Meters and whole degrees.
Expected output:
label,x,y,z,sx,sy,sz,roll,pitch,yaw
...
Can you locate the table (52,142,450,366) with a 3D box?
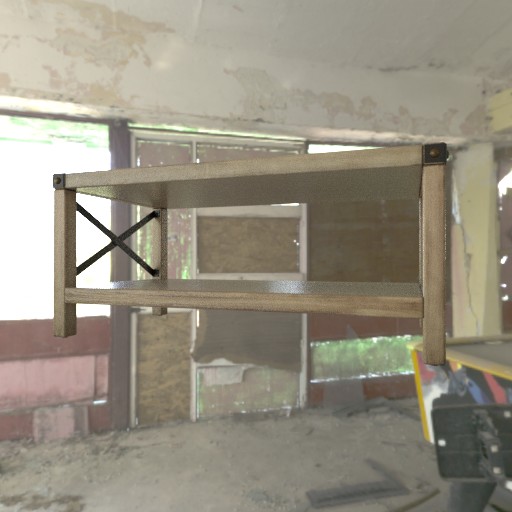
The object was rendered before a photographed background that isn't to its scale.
label,x,y,z,sx,sy,sz,roll,pitch,yaw
table,0.000,0.000,1.310,1.016,0.456,0.559,0,0,20
